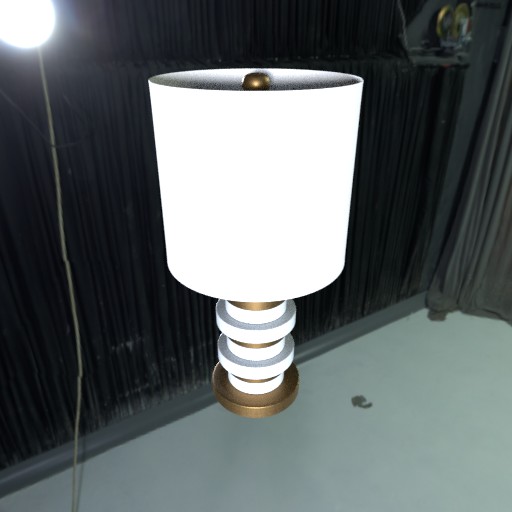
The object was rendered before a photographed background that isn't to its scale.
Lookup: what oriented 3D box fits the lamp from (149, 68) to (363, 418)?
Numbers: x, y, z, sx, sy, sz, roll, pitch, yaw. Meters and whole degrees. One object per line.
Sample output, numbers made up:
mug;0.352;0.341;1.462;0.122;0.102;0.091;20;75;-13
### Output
lamp;0.000;0.000;0.534;0.210;0.410;0.210;-19;33;-32
